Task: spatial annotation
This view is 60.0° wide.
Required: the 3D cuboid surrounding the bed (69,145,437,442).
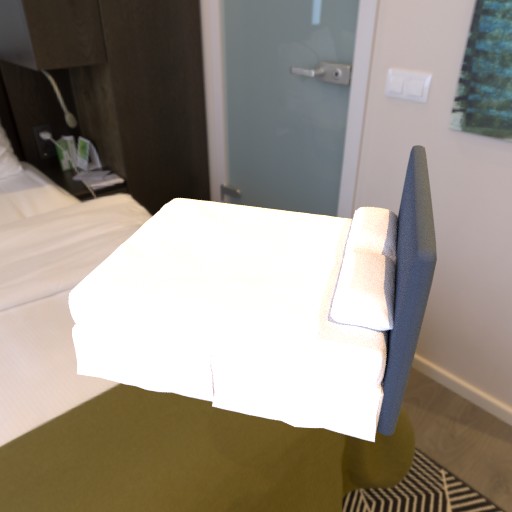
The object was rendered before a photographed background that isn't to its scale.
[{"bbox_3d":[0.000,0.000,3.188,2.162,1.330,1.713,9,32,14],"label":"bed"}]
